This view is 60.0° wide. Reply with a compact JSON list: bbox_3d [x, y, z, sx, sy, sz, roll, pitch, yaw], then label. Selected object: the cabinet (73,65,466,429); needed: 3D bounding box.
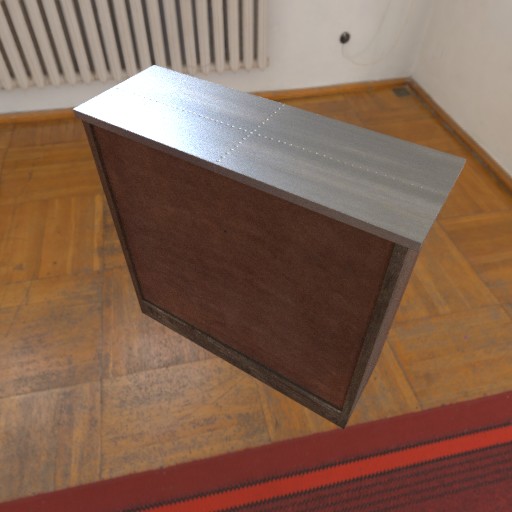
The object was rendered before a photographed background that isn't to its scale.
[{"bbox_3d":[0.000,0.000,1.460,0.968,0.919,0.338,25,51,22],"label":"cabinet"}]
